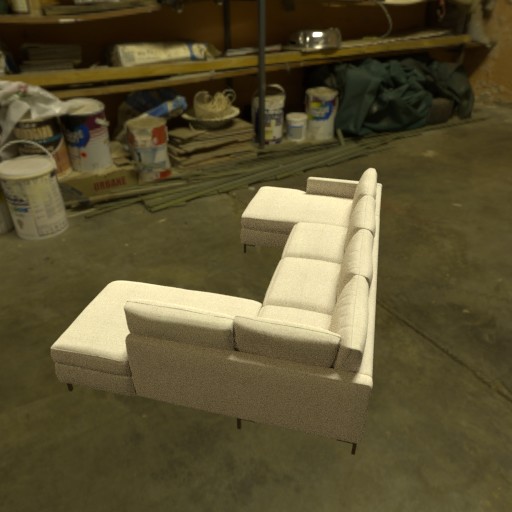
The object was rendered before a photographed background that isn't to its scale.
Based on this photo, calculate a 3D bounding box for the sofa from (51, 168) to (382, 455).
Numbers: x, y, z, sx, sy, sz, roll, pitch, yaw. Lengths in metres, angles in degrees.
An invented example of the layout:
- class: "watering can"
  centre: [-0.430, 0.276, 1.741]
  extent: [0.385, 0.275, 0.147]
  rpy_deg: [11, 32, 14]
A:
- class: "sofa"
  centre: [0.000, 0.000, 3.562]
  extent: [1.879, 0.756, 2.737]
  rpy_deg: [8, 32, 12]
